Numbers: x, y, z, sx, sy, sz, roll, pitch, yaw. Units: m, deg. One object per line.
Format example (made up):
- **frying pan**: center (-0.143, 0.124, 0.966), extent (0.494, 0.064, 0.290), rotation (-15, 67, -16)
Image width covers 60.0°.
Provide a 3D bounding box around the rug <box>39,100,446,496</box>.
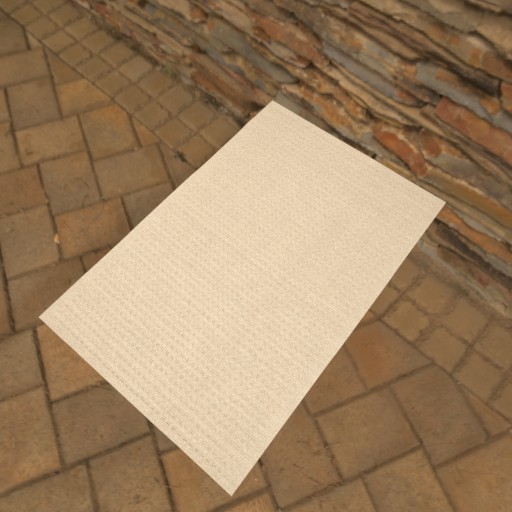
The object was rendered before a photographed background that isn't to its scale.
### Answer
- **rug**: center (0.000, 0.000, 2.861), extent (1.523, 0.006, 2.289), rotation (36, 69, 16)
